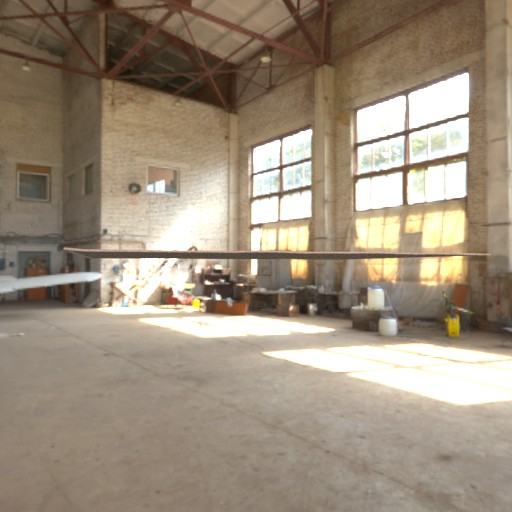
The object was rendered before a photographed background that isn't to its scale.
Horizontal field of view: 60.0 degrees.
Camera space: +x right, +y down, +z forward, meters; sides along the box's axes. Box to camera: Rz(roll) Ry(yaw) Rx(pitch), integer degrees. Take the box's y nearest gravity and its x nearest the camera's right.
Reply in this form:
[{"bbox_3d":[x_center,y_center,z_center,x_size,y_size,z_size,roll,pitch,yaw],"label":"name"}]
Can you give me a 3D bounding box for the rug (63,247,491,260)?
[{"bbox_3d":[0.000,0.000,4.122,3.057,0.021,2.431,0,-1,-18],"label":"rug"}]
